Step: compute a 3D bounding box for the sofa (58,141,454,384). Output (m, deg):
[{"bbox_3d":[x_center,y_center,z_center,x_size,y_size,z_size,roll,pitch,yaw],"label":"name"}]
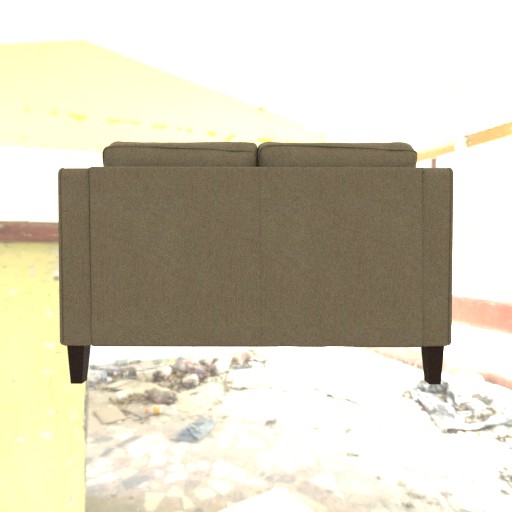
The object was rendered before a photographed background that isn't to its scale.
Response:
[{"bbox_3d":[0.000,0.000,2.165,1.503,0.981,0.985,0,1,0],"label":"sofa"}]
